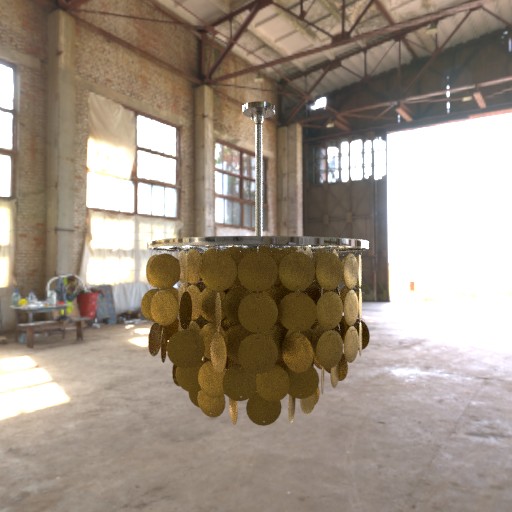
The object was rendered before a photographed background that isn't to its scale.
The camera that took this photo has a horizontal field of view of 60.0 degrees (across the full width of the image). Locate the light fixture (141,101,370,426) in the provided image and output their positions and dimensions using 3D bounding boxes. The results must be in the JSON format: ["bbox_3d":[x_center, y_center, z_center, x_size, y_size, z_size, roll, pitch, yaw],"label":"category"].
[{"bbox_3d":[0.000,0.000,0.730,0.368,0.492,0.368,0,-2,0],"label":"light fixture"}]
